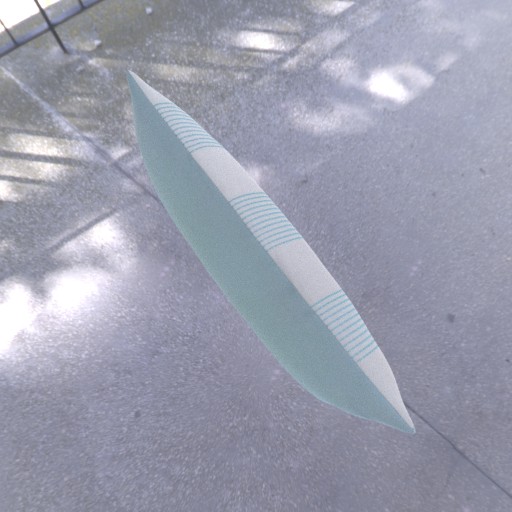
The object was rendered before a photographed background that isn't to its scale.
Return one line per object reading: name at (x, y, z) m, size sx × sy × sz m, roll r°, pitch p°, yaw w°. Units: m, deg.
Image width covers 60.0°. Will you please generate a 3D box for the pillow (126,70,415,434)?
pillow at (0.000, 0.000, 0.703) m, size 0.151 × 0.287 × 0.610 m, roll -36°, pitch 78°, yaw -9°
